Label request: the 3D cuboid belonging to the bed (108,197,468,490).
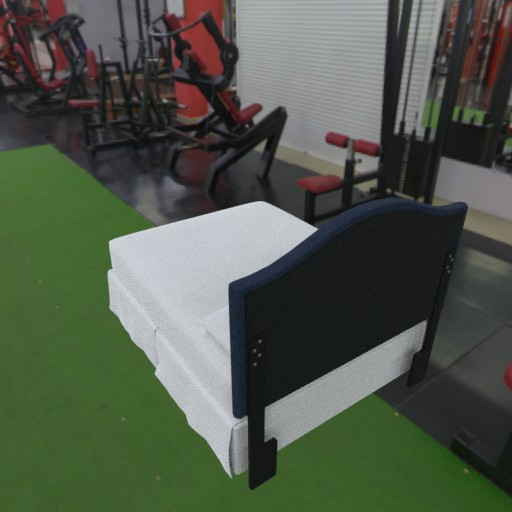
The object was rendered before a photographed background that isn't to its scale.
[{"bbox_3d":[0.000,0.000,3.250,1.725,1.518,2.153,-18,34,-30],"label":"bed"}]
